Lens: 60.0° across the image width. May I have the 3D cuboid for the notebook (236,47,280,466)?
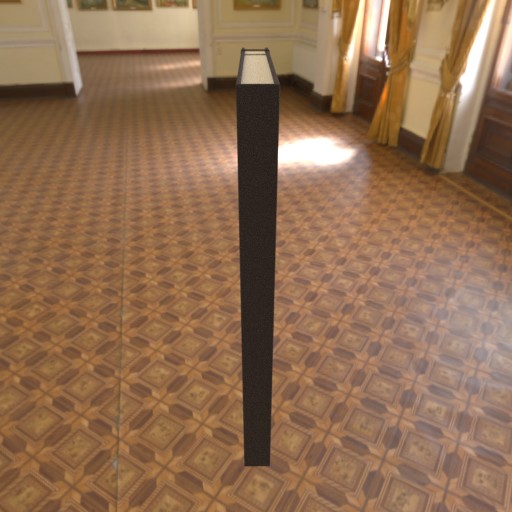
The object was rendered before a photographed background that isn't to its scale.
[{"bbox_3d":[0.000,0.000,0.260,0.016,0.213,0.127,0,31,-1],"label":"notebook"}]
